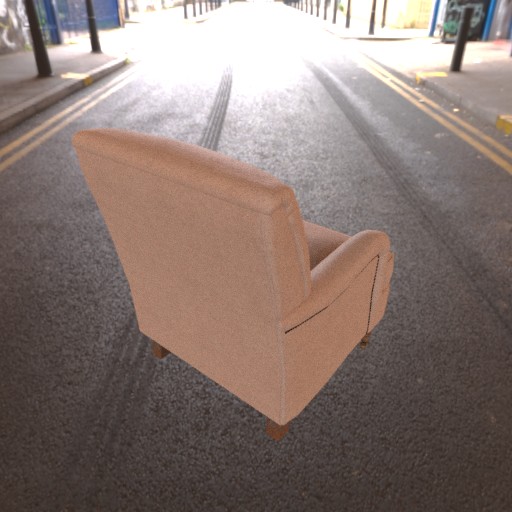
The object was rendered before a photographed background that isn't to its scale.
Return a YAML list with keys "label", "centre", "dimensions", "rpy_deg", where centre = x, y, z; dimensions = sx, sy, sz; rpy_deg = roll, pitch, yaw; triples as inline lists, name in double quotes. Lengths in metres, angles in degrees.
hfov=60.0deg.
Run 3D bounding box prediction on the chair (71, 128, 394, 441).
- label: "chair"
  centre: [0.000, 0.000, 1.826]
  dimensions: [0.879, 1.119, 0.953]
  rpy_deg: [23, 38, 33]
